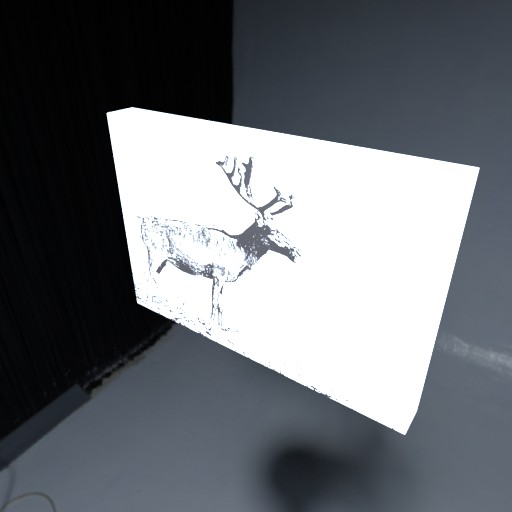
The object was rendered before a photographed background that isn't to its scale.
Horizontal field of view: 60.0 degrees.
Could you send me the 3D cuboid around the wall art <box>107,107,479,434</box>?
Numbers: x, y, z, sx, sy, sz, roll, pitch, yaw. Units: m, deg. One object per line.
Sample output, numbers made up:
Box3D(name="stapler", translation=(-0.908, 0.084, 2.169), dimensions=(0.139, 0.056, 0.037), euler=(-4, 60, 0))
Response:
Box3D(name="wall art", translation=(0.000, 0.000, 0.476), dimensions=(0.381, 0.259, 0.038), euler=(19, 35, 30))
